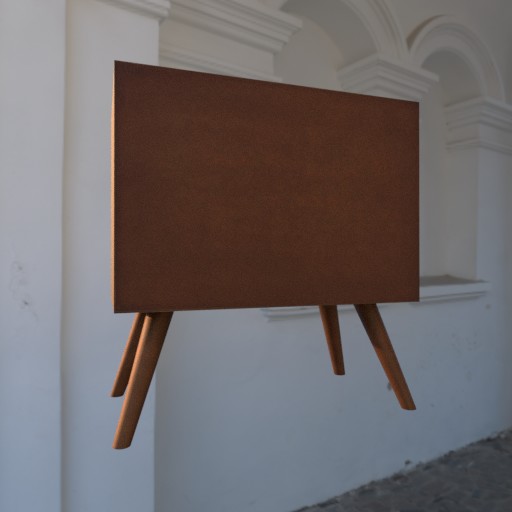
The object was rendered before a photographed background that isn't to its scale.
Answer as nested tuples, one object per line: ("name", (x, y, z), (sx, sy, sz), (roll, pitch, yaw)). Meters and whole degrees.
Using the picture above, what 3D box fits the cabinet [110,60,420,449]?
("cabinet", (0.000, 0.000, 1.146), (0.712, 0.748, 0.388), (0, 0, -19))
